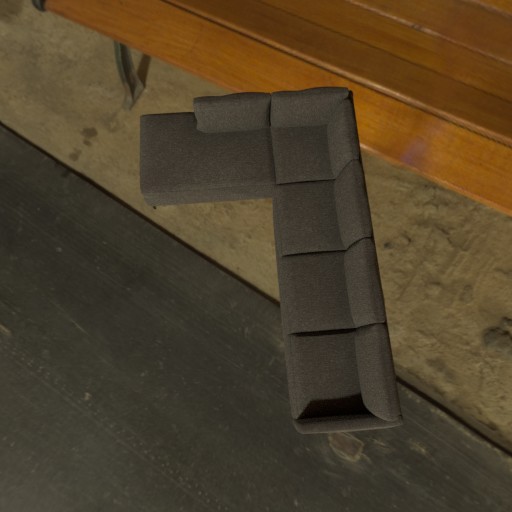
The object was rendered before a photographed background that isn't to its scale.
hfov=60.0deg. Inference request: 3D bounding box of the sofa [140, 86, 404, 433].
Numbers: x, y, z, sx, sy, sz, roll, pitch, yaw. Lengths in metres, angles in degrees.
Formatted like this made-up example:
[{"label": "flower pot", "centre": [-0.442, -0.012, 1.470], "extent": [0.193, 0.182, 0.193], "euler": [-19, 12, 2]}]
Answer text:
[{"label": "sofa", "centre": [0.000, 0.000, 3.853], "extent": [2.007, 0.815, 2.949], "euler": [-4, 75, -1]}]
